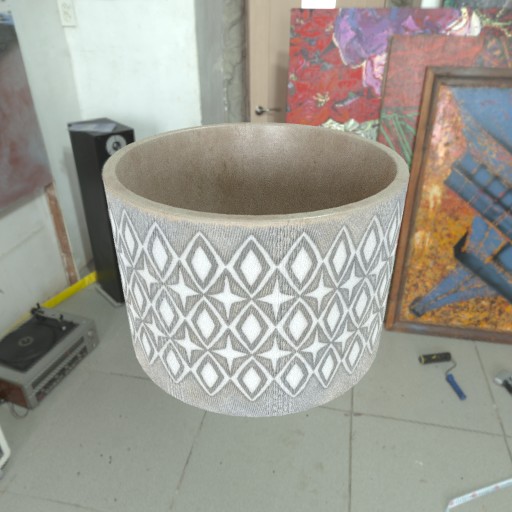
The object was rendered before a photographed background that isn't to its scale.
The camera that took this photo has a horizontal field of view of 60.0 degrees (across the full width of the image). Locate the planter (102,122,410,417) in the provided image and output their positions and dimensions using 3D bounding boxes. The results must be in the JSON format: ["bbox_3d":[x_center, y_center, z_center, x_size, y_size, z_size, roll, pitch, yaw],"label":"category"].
[{"bbox_3d":[0.000,0.000,0.278,0.164,0.127,0.164,0,30,0],"label":"planter"}]
